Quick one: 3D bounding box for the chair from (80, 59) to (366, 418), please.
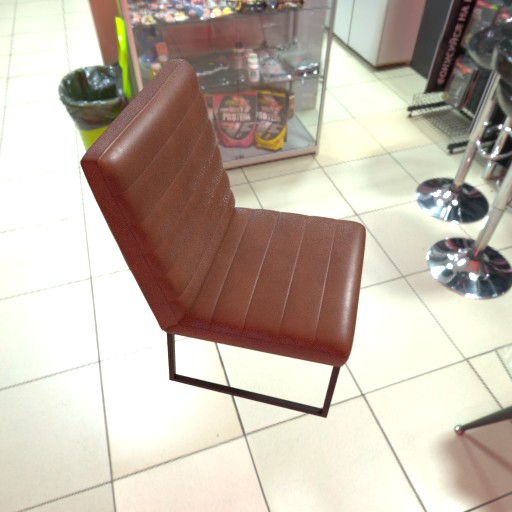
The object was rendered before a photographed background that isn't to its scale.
[{"bbox_3d":[0.000,0.000,1.328,0.634,0.930,0.520,10,48,10],"label":"chair"}]
